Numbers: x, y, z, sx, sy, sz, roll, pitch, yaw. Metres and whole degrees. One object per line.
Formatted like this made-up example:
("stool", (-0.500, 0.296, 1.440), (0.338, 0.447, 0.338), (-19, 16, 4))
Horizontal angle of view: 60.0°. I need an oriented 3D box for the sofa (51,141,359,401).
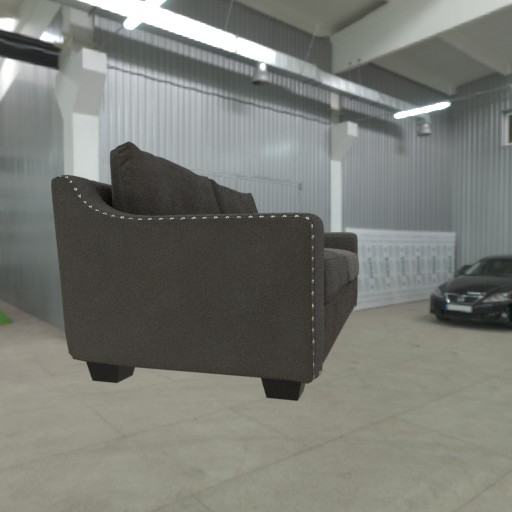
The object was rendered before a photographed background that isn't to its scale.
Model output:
("sofa", (0.000, 0.000, 3.184), (1.336, 1.196, 2.550), (0, 1, 16))
